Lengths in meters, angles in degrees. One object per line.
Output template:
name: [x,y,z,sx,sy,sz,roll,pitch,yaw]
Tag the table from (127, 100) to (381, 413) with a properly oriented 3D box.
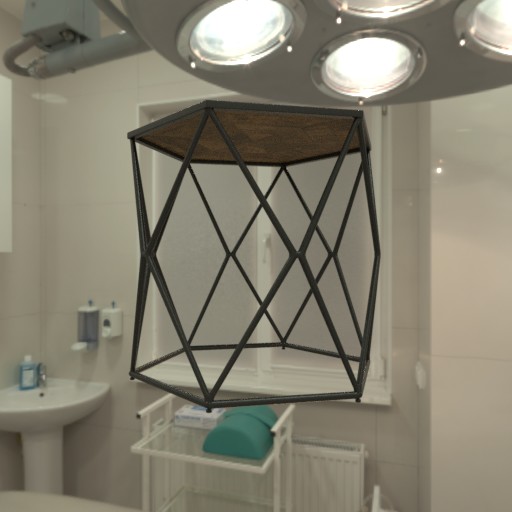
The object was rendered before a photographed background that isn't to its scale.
table: [0.000,0.000,1.068,0.579,0.564,0.578,0,0,18]
